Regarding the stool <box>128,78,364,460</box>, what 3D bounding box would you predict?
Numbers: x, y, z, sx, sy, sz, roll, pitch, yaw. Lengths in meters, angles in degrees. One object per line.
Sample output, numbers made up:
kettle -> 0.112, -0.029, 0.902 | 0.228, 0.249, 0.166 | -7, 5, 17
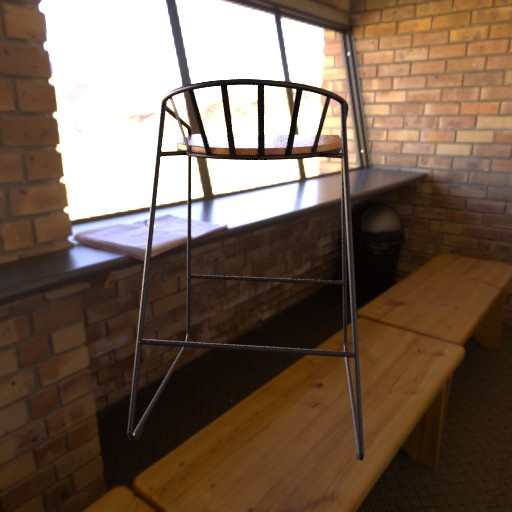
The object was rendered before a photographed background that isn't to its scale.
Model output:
stool -> 0.000, 0.000, 1.136 | 0.546, 0.812, 0.521 | 2, 17, 7
